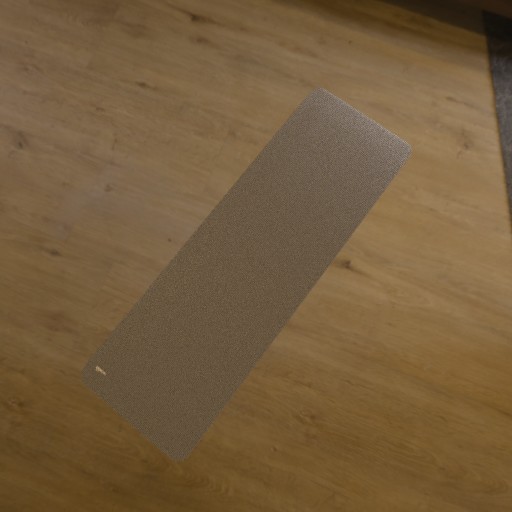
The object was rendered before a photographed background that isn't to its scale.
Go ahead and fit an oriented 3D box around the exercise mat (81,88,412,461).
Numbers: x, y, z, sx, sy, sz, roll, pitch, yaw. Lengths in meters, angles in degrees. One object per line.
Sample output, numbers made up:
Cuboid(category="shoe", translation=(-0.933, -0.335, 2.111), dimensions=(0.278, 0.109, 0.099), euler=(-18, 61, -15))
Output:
Cuboid(category="exercise mat", translation=(0.000, 0.000, 2.129), dimensions=(0.616, 0.021, 1.884), euler=(37, 79, 8))
